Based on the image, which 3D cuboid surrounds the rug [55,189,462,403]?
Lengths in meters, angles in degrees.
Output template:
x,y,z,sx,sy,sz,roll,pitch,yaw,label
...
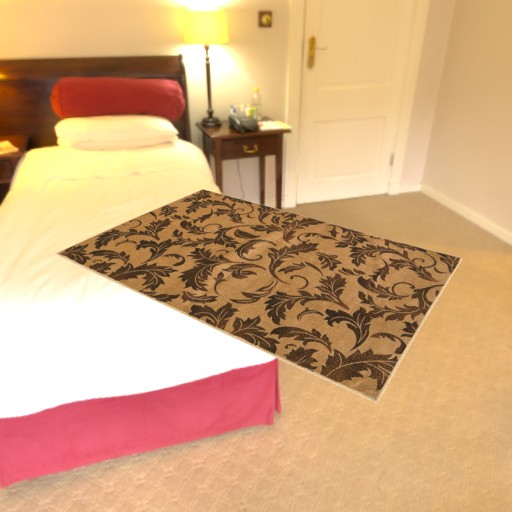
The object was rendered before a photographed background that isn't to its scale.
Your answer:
x,y,z,sx,sy,sz,roll,pitch,yaw,label
0.000,0.000,2.967,2.284,0.008,1.522,19,34,30,rug
